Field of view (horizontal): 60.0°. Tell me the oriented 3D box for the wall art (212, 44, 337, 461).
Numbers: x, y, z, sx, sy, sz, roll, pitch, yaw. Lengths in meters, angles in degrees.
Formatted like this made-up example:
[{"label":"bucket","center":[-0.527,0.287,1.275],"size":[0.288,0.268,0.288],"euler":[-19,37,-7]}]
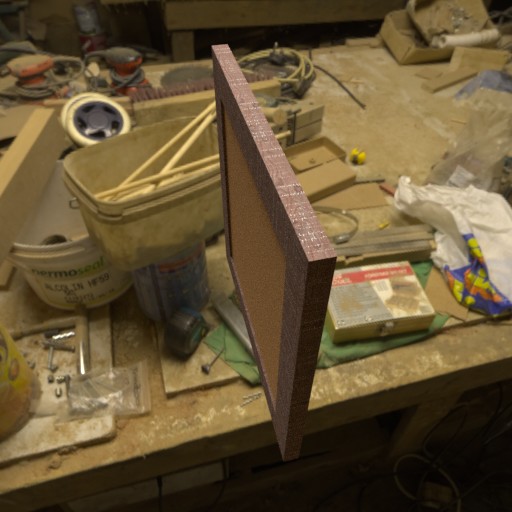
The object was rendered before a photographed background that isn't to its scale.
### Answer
[{"label":"wall art","center":[0.000,0.000,0.790],"size":[0.029,0.531,0.531],"euler":[-10,47,-10]}]
